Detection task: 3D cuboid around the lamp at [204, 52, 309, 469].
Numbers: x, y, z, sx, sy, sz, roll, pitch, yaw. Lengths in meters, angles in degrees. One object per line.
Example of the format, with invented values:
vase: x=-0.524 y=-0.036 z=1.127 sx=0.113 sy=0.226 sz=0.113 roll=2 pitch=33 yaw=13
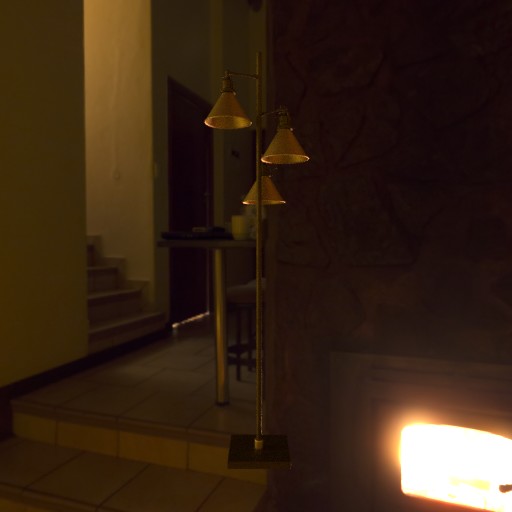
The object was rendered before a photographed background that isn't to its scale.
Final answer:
lamp: x=0.000 y=0.000 z=1.916 sx=0.428 sy=1.716 sz=0.415 roll=0 pitch=2 yaw=0
